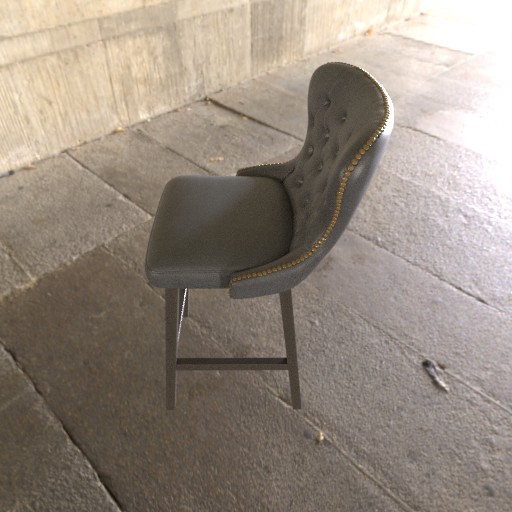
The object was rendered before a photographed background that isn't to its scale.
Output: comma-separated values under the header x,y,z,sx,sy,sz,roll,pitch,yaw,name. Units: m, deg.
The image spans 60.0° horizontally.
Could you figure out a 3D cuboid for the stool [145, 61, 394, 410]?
x,y,z,sx,sy,sz,roll,pitch,yaw,name
0.000,0.000,1.293,0.593,0.971,0.528,0,42,0,stool
